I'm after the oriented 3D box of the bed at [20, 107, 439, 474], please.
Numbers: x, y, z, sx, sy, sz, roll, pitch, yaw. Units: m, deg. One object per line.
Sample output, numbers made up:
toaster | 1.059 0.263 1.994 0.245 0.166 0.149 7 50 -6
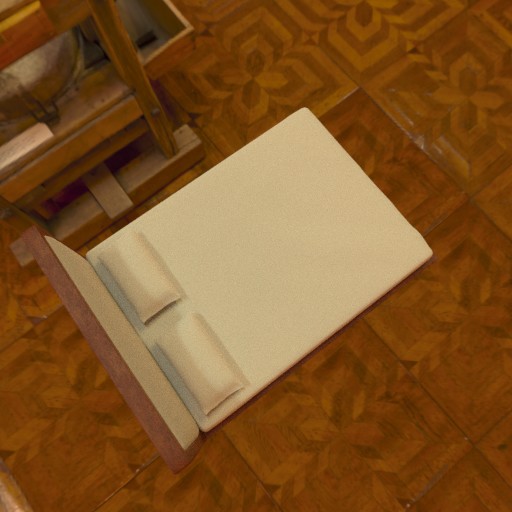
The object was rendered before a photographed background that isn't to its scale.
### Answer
bed | 0.000 0.000 3.125 2.196 1.275 1.587 -36 78 -9
